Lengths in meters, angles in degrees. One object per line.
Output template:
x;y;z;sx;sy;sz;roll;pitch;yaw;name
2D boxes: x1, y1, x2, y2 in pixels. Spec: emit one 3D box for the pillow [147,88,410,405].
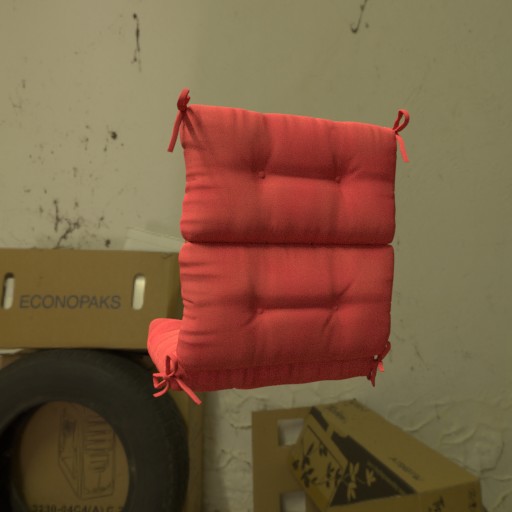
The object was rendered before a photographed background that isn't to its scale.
0.000;0.000;1.088;0.519;0.605;0.571;0;-1;-19;pillow
